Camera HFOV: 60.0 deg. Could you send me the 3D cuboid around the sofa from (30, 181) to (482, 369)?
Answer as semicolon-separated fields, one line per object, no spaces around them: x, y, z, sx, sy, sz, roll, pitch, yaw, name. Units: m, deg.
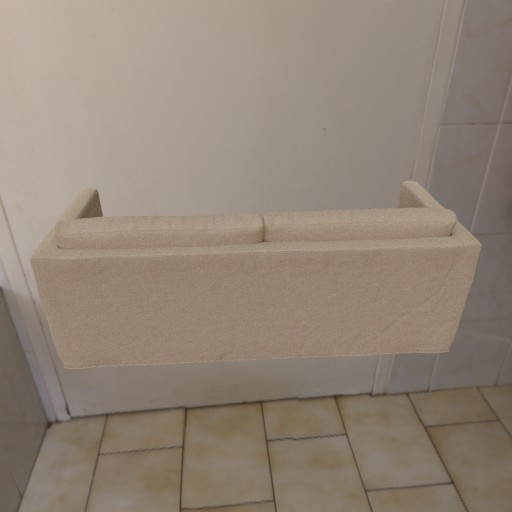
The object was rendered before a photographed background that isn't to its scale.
0.000;0.000;2.757;2.312;0.853;0.962;-2;30;-3;sofa
